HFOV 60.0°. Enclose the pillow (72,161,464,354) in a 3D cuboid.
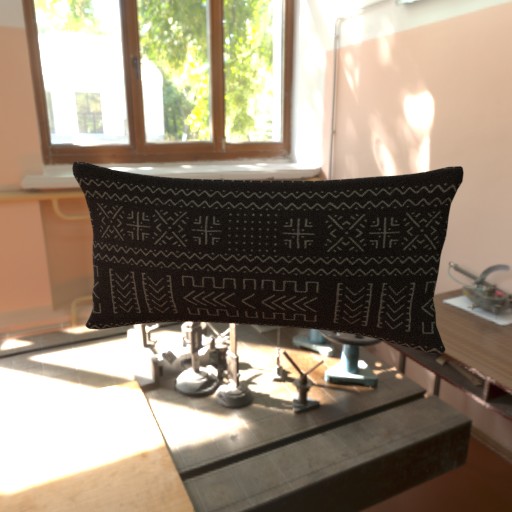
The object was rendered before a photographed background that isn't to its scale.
[{"bbox_3d":[0.000,0.000,0.784,0.667,0.322,0.135,2,16,8],"label":"pillow"}]
